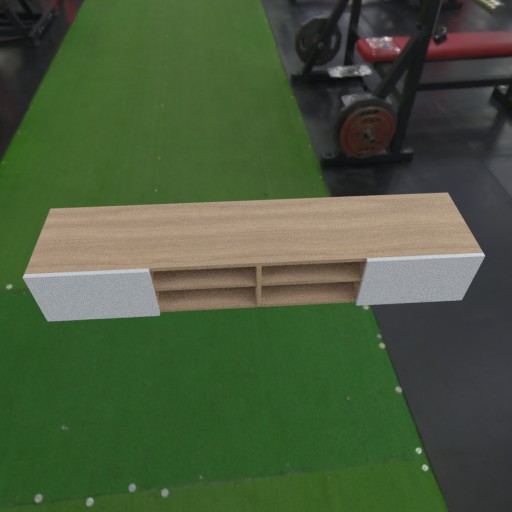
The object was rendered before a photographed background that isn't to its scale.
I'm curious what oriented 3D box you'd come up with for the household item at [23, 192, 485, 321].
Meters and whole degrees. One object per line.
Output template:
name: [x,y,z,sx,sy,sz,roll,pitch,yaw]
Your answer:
household item: [0.000,0.000,2.027,1.850,0.310,0.420,-3,46,-3]
